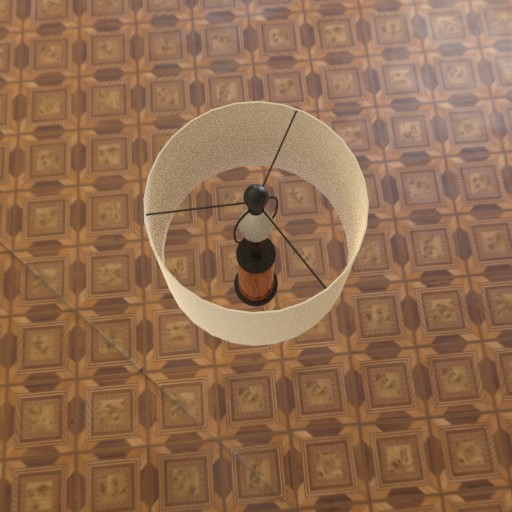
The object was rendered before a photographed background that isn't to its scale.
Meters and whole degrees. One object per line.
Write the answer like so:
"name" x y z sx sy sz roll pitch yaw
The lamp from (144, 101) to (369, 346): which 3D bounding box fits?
"lamp" 0.000 0.000 0.867 0.349 0.667 0.349 0 76 0
